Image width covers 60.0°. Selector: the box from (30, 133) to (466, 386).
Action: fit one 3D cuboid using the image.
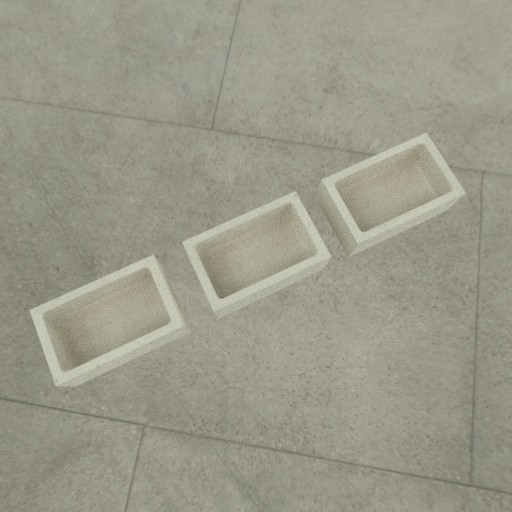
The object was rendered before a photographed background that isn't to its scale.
[{"bbox_3d":[0.000,0.000,0.482,0.461,0.051,0.082,-25,76,-7],"label":"box"}]
